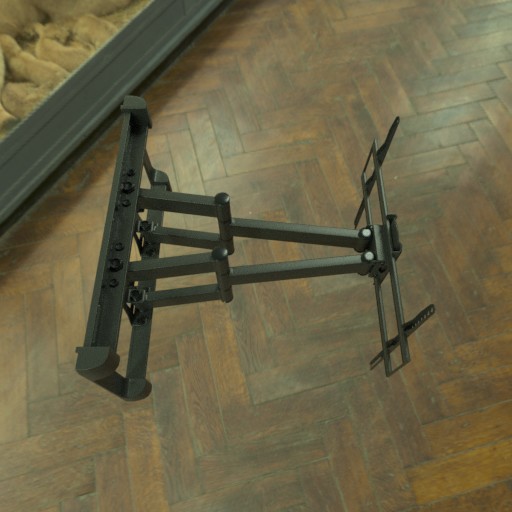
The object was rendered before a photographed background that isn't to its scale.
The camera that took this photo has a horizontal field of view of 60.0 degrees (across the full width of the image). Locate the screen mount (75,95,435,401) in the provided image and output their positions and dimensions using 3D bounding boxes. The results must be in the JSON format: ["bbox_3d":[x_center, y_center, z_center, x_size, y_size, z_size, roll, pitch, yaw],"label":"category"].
[{"bbox_3d":[0.000,0.000,0.956,0.556,0.424,0.571,0,64,0],"label":"screen mount"}]
